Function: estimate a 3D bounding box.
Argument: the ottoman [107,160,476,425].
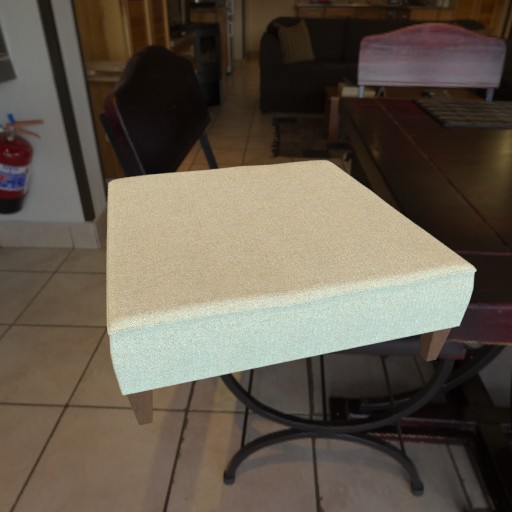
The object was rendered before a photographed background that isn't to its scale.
[{"bbox_3d":[0.000,0.000,1.569,0.968,0.379,1.004,-8,31,-14],"label":"ottoman"}]
